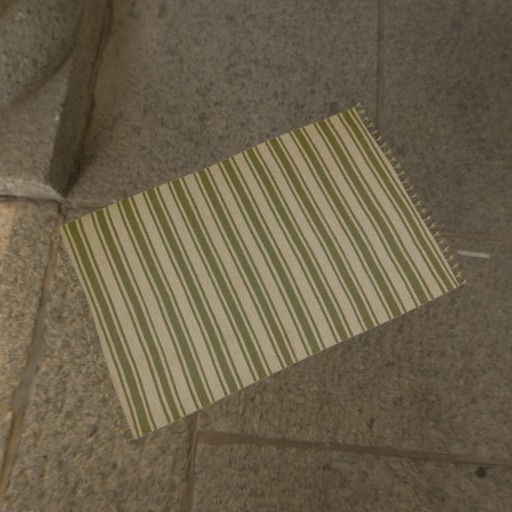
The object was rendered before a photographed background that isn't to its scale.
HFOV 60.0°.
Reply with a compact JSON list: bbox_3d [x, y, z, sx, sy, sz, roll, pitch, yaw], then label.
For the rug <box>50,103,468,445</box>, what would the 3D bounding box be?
[{"bbox_3d":[0.000,0.000,2.294,1.875,0.013,1.162,-24,76,-6],"label":"rug"}]
